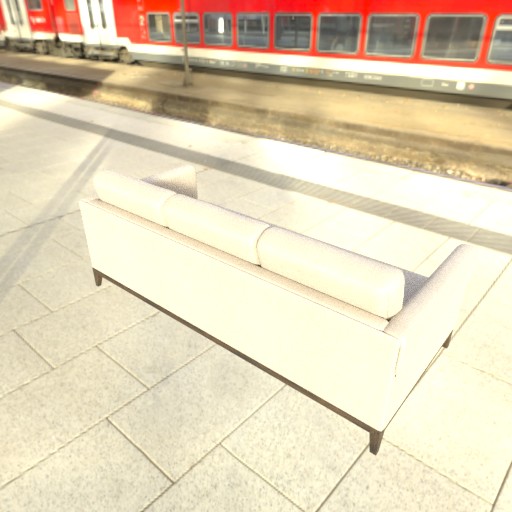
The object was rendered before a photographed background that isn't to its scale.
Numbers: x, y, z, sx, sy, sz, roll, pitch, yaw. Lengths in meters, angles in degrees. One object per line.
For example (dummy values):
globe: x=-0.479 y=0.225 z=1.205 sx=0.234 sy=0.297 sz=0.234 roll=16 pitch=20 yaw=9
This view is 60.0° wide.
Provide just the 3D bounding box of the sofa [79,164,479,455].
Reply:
sofa: x=0.000 y=0.000 z=2.674 sx=2.210 sy=0.838 sz=0.959 roll=22 pitch=36 yaw=34
